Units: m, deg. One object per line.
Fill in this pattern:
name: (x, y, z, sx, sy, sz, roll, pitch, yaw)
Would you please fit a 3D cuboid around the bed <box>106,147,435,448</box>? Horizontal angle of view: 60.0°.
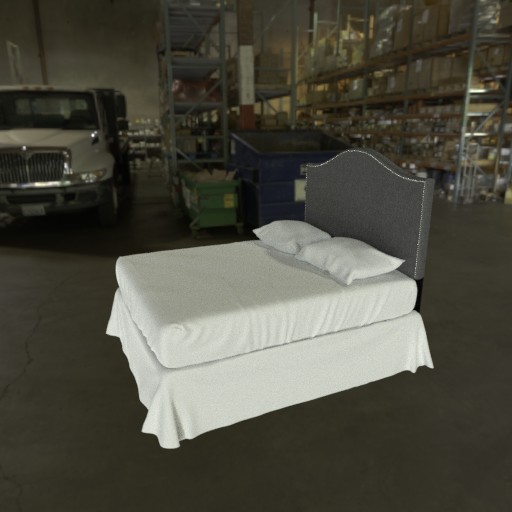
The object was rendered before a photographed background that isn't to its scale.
bed: (0.000, 0.000, 3.540, 2.221, 1.645, 1.876, -8, 18, -25)
